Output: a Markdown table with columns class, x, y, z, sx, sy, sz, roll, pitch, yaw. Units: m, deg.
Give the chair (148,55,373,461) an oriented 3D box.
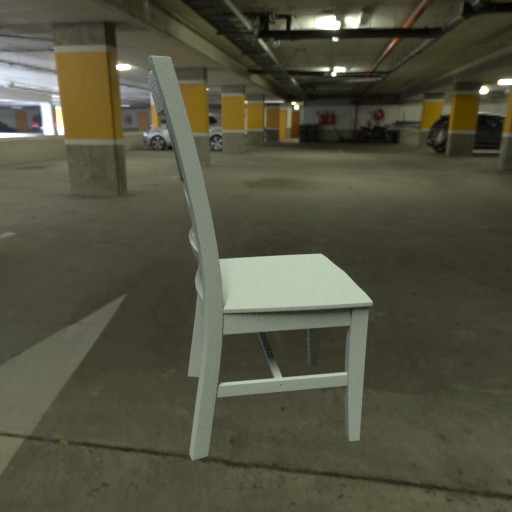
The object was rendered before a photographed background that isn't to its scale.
| class | x | y | z | sx | sy | sz | roll | pitch | yaw |
| --- | --- | --- | --- | --- | --- | --- | --- | --- | --- |
| chair | 0.000 | 0.000 | 1.274 | 0.542 | 0.983 | 0.485 | -3 | 17 | -9 |
